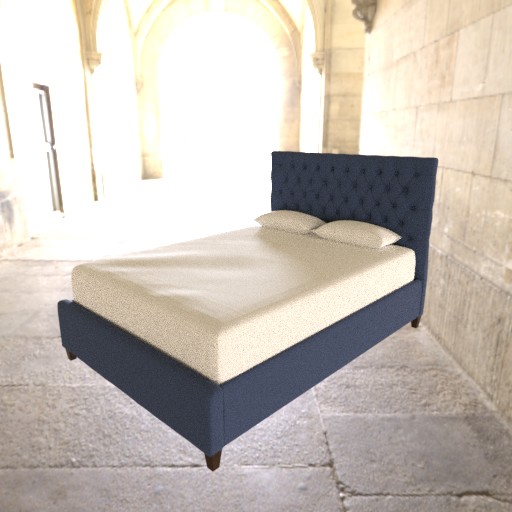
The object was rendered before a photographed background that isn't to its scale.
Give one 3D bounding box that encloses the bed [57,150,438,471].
[{"bbox_3d":[0.000,0.000,3.352,1.706,1.427,2.387,15,22,42],"label":"bed"}]
